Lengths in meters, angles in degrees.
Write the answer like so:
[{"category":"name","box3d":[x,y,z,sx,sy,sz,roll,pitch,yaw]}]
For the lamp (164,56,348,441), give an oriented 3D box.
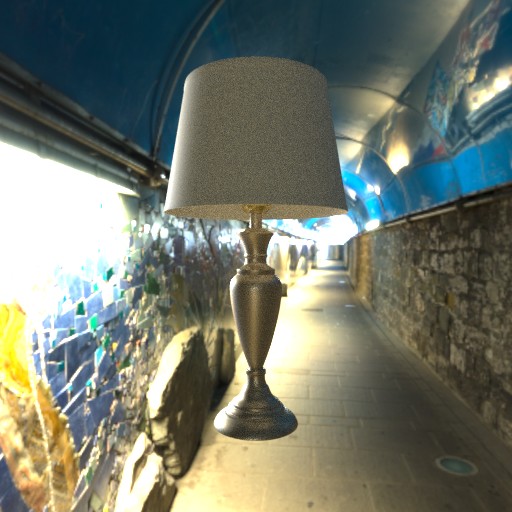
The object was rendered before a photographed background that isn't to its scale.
[{"category":"lamp","box3d":[0.000,0.000,0.806,0.328,0.612,0.328,0,1,0]}]
